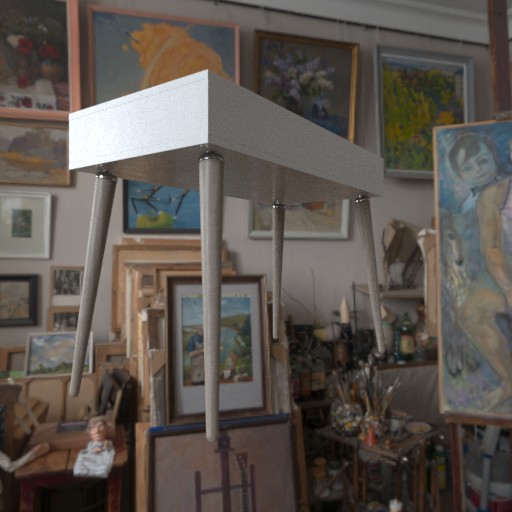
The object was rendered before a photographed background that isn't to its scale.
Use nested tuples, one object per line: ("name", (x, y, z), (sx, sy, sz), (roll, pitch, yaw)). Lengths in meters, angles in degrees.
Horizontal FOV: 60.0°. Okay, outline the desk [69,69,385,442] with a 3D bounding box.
("desk", (0.000, 0.000, 1.389), (0.491, 0.723, 0.979), (0, 0, 35))
